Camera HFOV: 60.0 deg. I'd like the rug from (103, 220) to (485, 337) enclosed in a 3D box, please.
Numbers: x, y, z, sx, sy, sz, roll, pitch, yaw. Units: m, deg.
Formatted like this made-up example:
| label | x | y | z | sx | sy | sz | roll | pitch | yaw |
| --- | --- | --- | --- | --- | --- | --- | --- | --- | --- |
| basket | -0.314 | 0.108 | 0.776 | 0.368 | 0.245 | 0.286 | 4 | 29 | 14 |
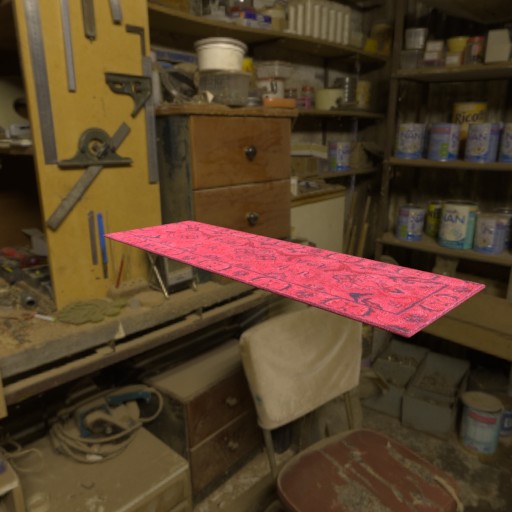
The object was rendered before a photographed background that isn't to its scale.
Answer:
| label | x | y | z | sx | sy | sz | roll | pitch | yaw |
| --- | --- | --- | --- | --- | --- | --- | --- | --- | --- |
| rug | 0.000 | 0.000 | 2.772 | 0.813 | 0.018 | 2.439 | -15 | 21 | -43 |
